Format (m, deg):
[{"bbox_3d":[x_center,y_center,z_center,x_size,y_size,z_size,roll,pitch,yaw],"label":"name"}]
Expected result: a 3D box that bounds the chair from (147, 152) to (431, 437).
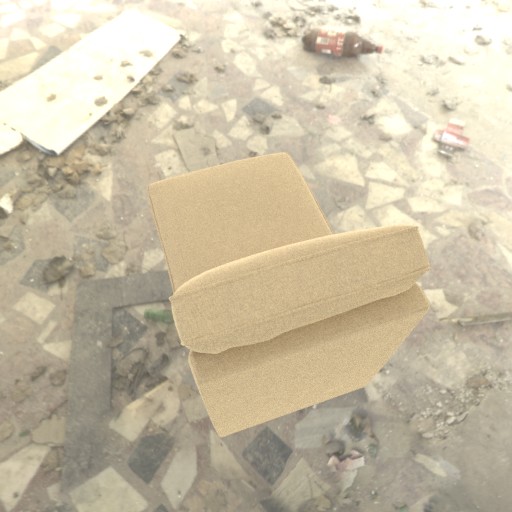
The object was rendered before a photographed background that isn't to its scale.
[{"bbox_3d":[0.000,0.000,1.549,0.621,0.970,0.938,-16,60,-10],"label":"chair"}]
